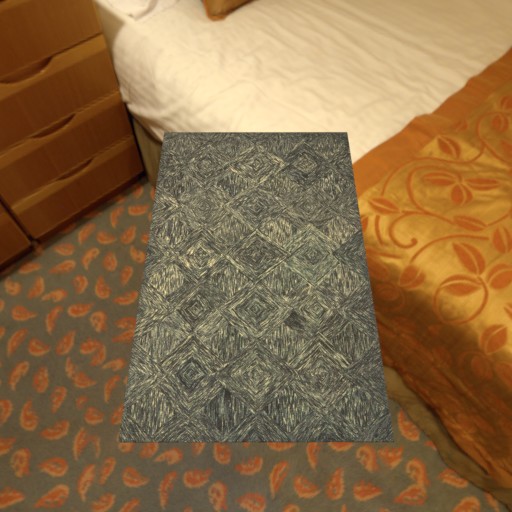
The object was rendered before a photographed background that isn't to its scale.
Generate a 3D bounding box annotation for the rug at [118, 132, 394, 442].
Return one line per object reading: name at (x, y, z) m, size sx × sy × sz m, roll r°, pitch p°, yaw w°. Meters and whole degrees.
rug at (0.000, 0.000, 2.974) m, size 1.478 × 0.017 × 2.330 m, roll 0°, pitch 59°, yaw 0°
